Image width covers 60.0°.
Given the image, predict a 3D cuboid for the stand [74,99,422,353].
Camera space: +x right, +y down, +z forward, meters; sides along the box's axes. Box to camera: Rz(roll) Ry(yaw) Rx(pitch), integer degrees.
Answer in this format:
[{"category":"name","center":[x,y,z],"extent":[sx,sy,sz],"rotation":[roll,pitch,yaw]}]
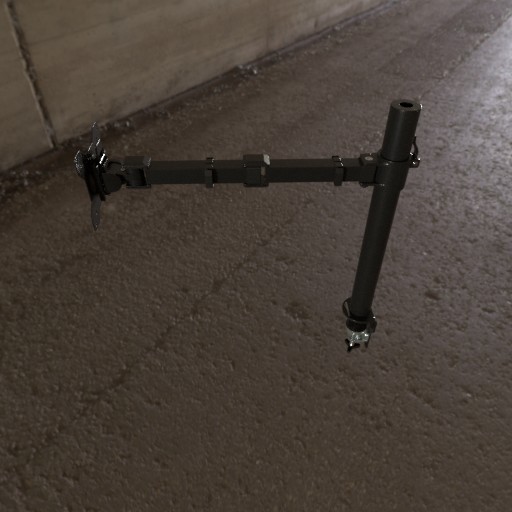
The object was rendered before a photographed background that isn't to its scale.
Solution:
[{"category":"stand","center":[0.000,0.000,0.737],"extent":[0.456,0.510,0.115],"rotation":[-1,41,-1]}]
